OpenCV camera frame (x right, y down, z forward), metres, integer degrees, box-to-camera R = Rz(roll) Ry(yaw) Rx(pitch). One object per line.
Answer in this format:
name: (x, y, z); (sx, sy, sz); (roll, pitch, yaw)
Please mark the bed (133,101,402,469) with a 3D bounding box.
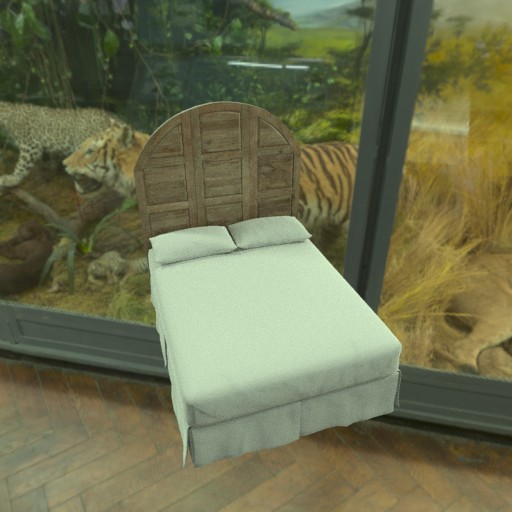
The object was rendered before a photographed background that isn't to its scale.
bed: (0.000, 0.000, 3.588); (1.713, 2.002, 2.112); (-10, 32, -16)
